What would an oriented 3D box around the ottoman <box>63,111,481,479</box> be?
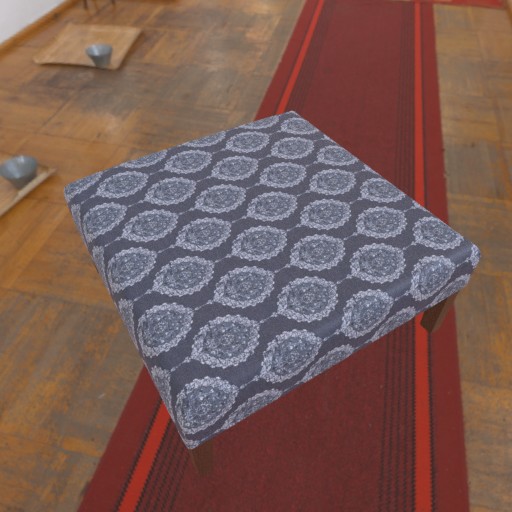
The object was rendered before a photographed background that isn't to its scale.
[{"bbox_3d":[0.000,0.000,1.396,0.890,0.409,0.889,-24,51,-21],"label":"ottoman"}]
